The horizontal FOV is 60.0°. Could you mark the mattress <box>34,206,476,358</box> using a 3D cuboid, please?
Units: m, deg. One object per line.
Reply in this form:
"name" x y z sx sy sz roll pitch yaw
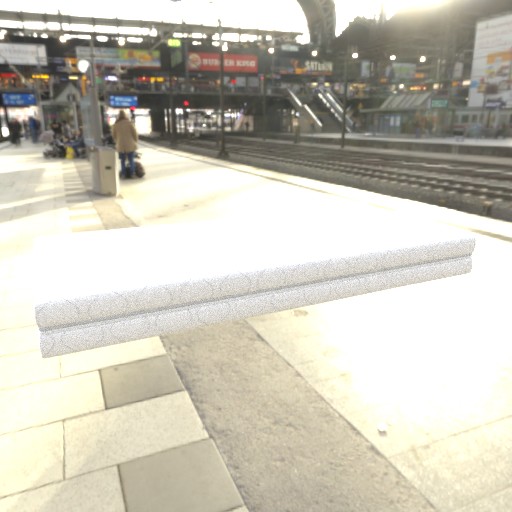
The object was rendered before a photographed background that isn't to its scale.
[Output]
"mattress" 0.000 0.000 2.118 1.900 0.200 0.900 -8 18 -24
